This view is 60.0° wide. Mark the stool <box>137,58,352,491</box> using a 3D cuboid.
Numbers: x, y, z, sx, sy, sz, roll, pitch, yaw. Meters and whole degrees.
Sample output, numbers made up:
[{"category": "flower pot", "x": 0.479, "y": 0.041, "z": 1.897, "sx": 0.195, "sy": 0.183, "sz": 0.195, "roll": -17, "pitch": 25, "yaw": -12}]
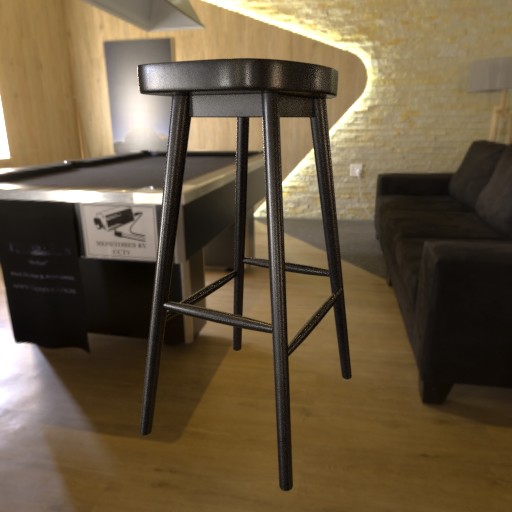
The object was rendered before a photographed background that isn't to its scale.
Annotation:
[{"category": "stool", "x": 0.000, "y": 0.000, "z": 0.970, "sx": 0.361, "sy": 0.749, "sz": 0.440, "roll": 9, "pitch": 19, "yaw": 25}]
